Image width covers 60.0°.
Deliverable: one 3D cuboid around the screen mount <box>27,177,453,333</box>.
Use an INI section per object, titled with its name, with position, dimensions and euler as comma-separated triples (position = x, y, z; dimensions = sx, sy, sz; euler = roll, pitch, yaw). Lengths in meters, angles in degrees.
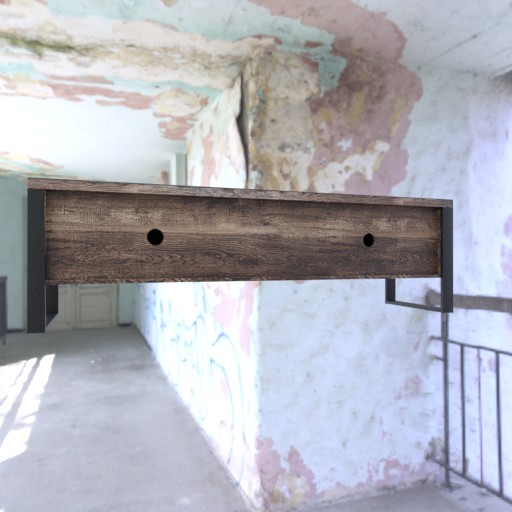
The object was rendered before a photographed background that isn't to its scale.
[screen mount]
position = 0.000, 0.000, 1.708
dimensions = 1.524, 0.450, 0.395
euler = 0, 0, -19
